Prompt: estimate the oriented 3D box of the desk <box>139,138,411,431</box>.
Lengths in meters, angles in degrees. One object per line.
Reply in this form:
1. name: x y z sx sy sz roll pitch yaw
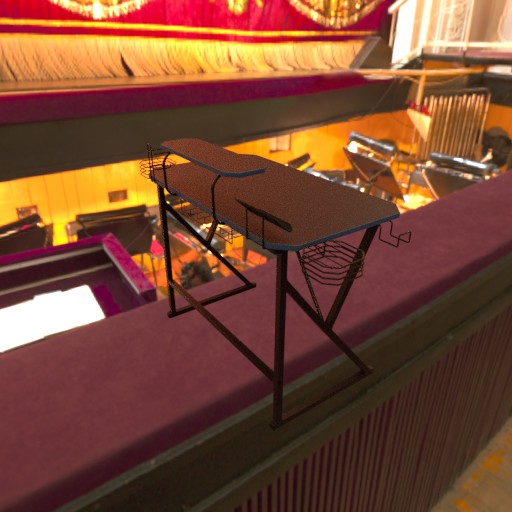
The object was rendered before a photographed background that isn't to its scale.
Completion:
1. desk: 0.000 0.000 1.833 0.594 0.909 1.295 -18 32 -31
